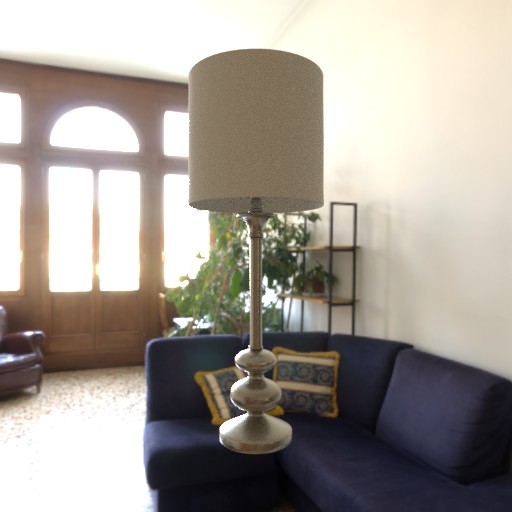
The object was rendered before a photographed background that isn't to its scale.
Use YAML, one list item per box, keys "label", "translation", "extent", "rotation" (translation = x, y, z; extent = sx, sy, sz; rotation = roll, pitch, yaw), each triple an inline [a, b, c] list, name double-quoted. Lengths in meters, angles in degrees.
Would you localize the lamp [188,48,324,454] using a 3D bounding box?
- label: "lamp"
  translation: [0.000, 0.000, 0.837]
  extent: [0.254, 0.690, 0.254]
  rotation: [0, -1, 34]
